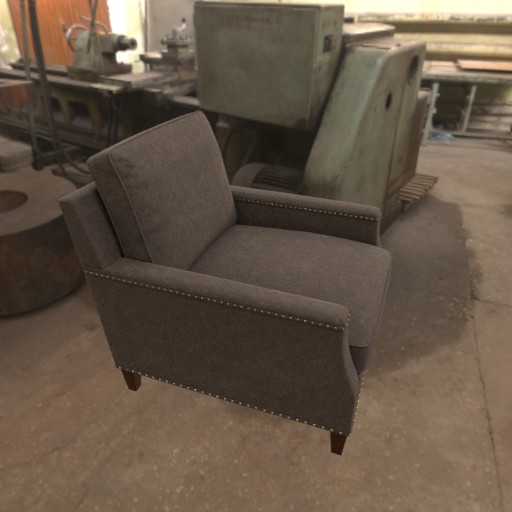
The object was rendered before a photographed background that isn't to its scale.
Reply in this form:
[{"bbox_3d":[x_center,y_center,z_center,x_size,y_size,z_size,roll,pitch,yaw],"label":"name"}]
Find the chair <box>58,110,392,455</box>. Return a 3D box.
[{"bbox_3d":[0.000,0.000,1.729,1.014,0.948,0.853,11,32,18],"label":"chair"}]
